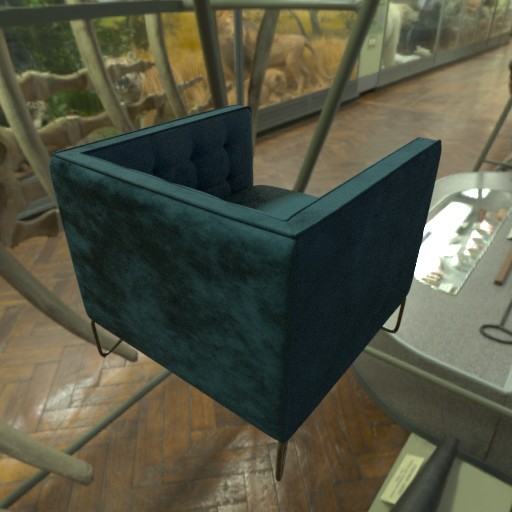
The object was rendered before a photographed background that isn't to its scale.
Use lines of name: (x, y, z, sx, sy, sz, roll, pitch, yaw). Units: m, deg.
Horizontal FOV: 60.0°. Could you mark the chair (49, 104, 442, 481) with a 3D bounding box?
chair: (0.000, 0.000, 1.541, 0.880, 0.790, 0.894, 22, 37, 32)
